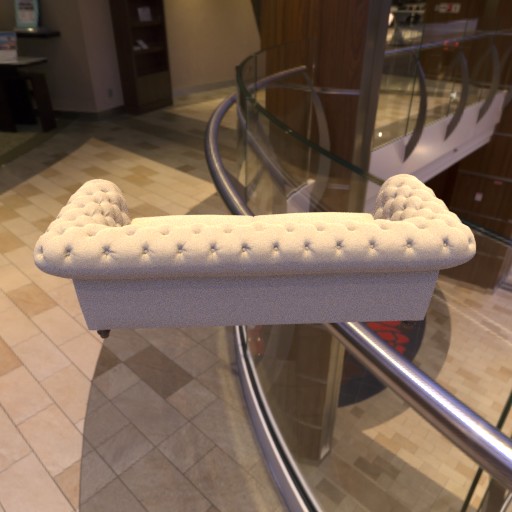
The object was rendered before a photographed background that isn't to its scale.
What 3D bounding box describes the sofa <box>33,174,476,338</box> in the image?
[{"bbox_3d":[0.000,0.000,3.142,2.694,0.847,1.076,-1,31,-2],"label":"sofa"}]
